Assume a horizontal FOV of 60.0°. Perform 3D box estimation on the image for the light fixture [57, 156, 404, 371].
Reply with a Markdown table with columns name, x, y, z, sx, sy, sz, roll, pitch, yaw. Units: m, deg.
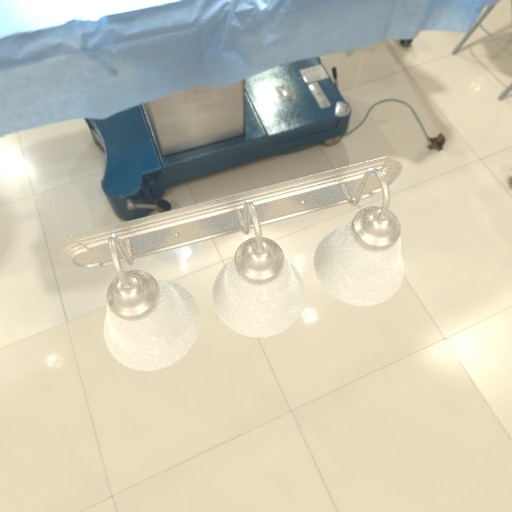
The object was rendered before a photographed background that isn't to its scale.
| name | x | y | z | sx | sy | sz | roll | pitch | yaw |
| --- | --- | --- | --- | --- | --- | --- | --- | --- | --- |
| light fixture | 0.000 | 0.000 | 0.696 | 0.610 | 0.222 | 0.199 | -15 | 64 | -8 |
